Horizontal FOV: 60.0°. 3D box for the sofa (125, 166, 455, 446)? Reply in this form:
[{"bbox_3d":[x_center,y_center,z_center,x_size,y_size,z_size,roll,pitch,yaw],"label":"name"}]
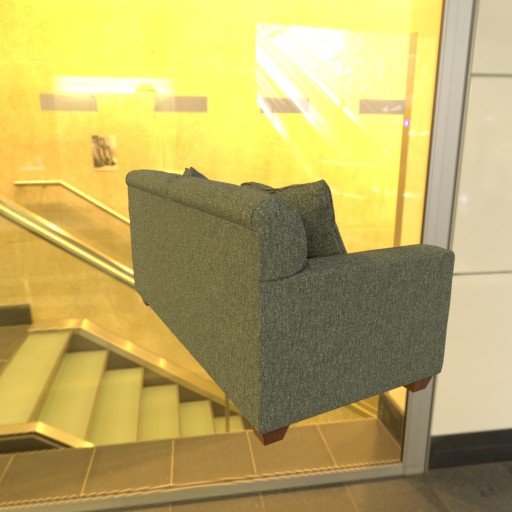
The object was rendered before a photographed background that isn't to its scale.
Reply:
[{"bbox_3d":[0.000,0.000,2.464,0.998,0.958,1.846,-7,16,-27],"label":"sofa"}]
